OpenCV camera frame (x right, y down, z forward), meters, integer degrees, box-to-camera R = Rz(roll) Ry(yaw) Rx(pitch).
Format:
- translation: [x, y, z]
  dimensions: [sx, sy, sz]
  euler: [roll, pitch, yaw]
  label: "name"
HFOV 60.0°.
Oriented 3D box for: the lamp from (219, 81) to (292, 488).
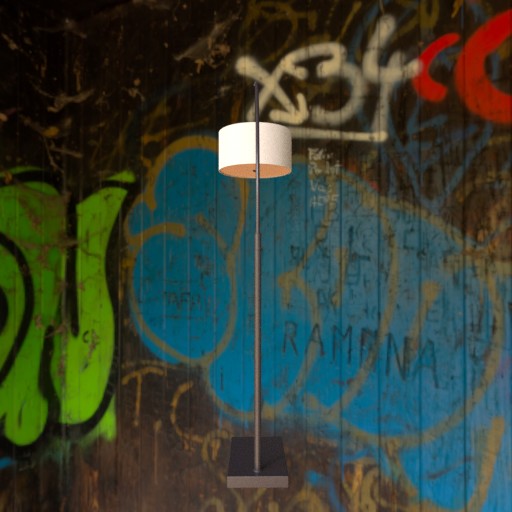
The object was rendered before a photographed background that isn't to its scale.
- translation: [0.000, 0.000, 2.546]
  dimensions: [0.493, 1.927, 1.424]
  euler: [0, -1, -1]
  label: "lamp"
